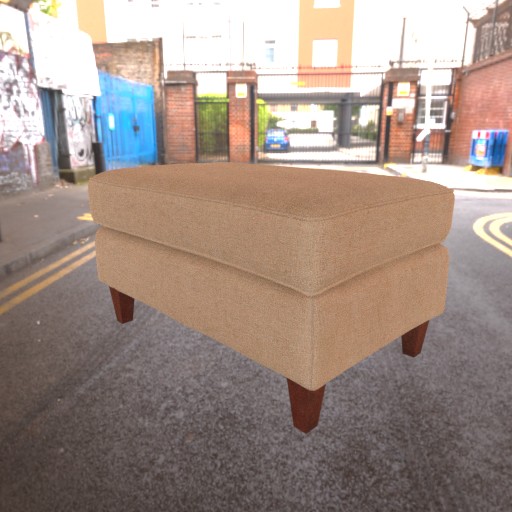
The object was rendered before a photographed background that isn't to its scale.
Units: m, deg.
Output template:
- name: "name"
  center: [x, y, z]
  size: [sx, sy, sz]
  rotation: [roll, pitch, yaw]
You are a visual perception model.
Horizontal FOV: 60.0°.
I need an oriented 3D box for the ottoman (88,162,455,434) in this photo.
- name: "ottoman"
  center: [0.000, 0.000, 1.236]
  size: [0.583, 0.484, 0.862]
  rotation: [-15, 21, -43]
